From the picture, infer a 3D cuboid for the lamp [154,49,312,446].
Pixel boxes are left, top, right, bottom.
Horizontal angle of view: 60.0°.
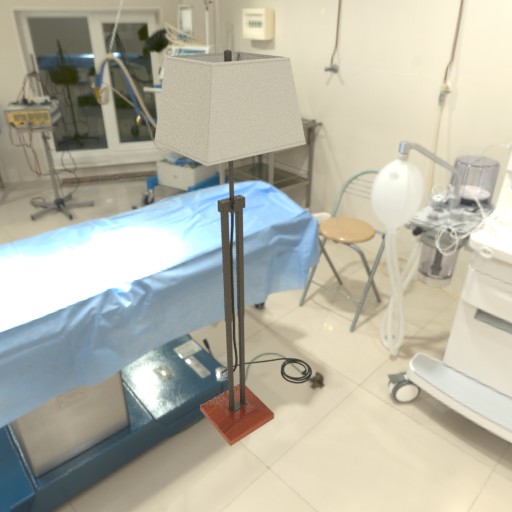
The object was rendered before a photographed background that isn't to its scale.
[{"bbox_3d":[0.000,0.000,1.998,0.745,1.712,0.472,-20,35,-32],"label":"lamp"}]
